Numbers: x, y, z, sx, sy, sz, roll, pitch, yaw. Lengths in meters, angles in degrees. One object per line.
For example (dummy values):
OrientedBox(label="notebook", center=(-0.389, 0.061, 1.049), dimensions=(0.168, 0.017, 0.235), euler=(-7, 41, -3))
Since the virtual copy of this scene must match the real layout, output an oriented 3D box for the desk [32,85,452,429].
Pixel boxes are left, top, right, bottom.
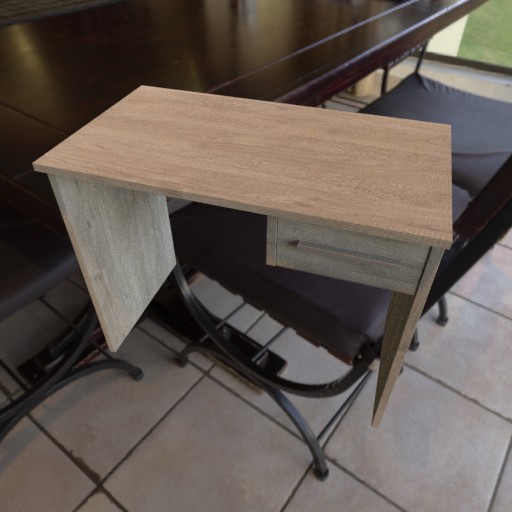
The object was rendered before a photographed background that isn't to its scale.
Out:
OrientedBox(label="desk", center=(0.000, 0.000, 1.305), dimensions=(0.893, 0.724, 0.498), euler=(12, 43, 13))
